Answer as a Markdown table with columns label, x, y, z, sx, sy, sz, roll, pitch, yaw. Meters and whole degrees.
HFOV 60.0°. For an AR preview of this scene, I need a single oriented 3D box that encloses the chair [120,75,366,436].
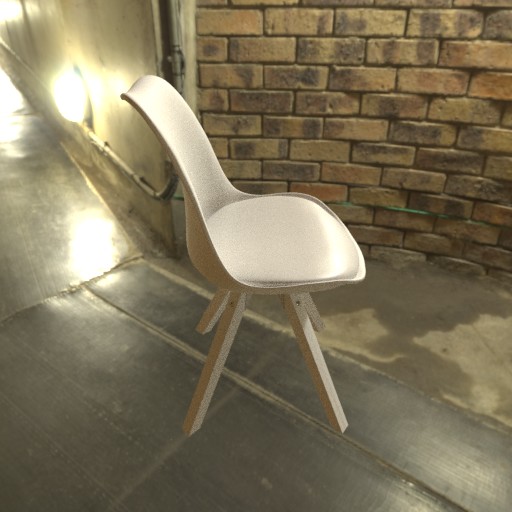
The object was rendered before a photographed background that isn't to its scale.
| label | x | y | z | sx | sy | sz | roll | pitch | yaw |
| --- | --- | --- | --- | --- | --- | --- | --- | --- | --- |
| chair | 0.000 | 0.000 | 1.154 | 0.550 | 0.850 | 0.485 | -1 | 31 | -1 |
